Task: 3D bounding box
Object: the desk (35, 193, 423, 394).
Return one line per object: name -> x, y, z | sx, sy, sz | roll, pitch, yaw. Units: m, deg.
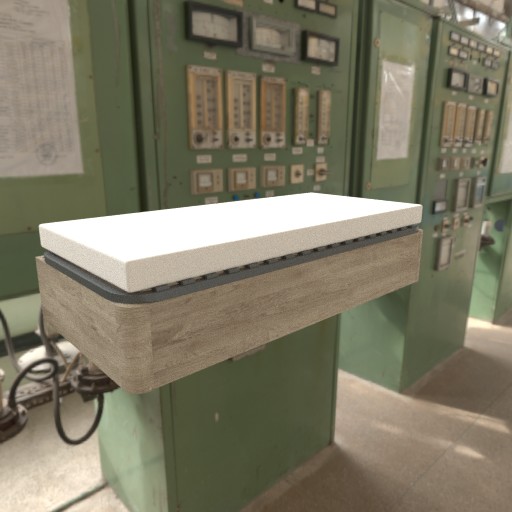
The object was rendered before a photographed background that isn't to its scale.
desk -> 0.000, 0.000, 2.325 | 1.900, 0.455, 0.900 | -13, 19, -41
